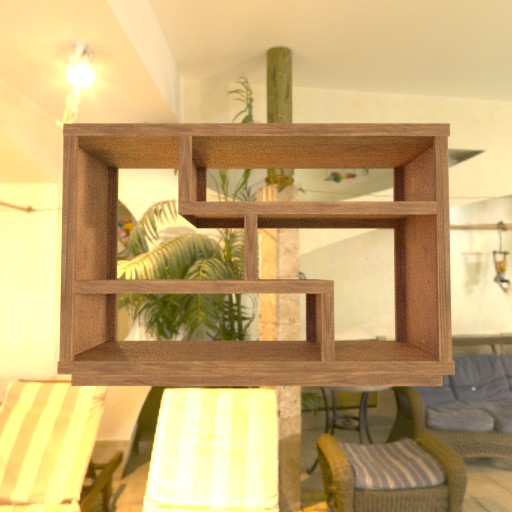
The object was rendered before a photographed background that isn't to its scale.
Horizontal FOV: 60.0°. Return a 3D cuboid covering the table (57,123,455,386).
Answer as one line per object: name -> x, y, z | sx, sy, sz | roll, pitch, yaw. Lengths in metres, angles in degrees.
table -> 0.000, 0.000, 1.502 | 1.151, 0.771, 0.410 | 0, -2, 0
